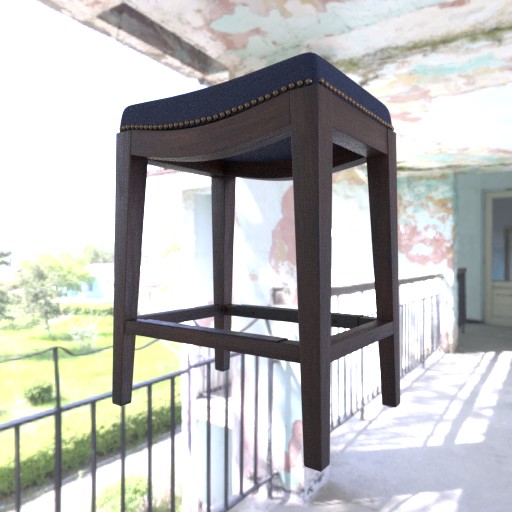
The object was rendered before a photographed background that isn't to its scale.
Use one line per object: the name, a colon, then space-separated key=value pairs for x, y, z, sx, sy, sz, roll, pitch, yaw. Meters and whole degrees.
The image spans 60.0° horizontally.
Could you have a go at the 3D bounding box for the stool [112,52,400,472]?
stool: x=0.000 y=0.000 z=0.942 sx=0.500 sy=0.642 sz=0.361 roll=1 pitch=1 yaw=36
